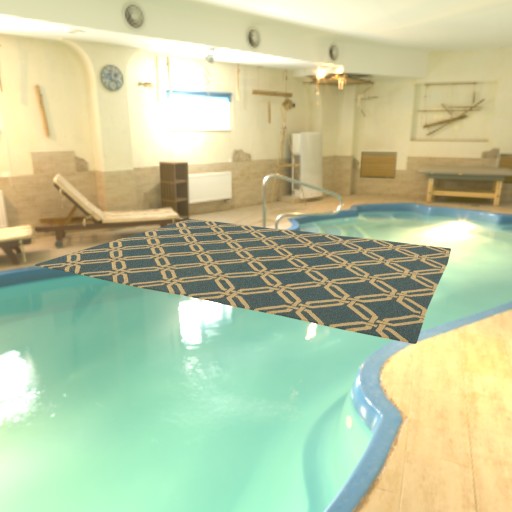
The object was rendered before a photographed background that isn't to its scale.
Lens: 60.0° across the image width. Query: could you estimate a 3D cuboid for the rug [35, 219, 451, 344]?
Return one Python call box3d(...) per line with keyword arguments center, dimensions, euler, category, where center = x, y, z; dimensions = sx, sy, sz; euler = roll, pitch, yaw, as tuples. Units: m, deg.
box3d(center=(0.000, 0.000, 2.745), dimensions=(2.135, 0.013, 1.524), euler=(8, 18, 26), category="rug")
